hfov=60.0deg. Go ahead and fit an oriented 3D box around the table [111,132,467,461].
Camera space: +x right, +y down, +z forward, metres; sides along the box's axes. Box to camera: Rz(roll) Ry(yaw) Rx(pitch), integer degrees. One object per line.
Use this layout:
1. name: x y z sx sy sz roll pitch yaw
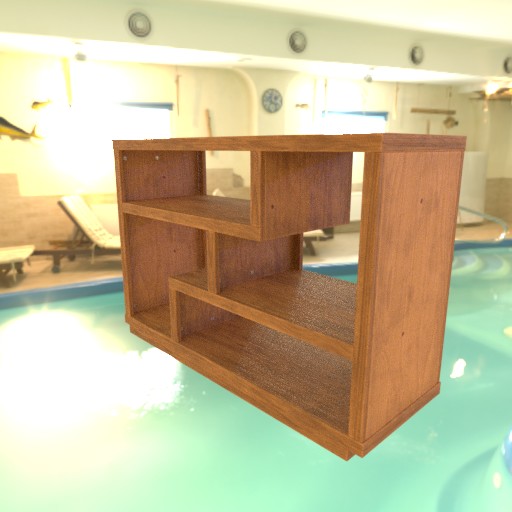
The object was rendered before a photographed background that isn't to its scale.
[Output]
1. table: 0.000 0.000 1.497 0.410 0.771 1.151 -13 19 -42
